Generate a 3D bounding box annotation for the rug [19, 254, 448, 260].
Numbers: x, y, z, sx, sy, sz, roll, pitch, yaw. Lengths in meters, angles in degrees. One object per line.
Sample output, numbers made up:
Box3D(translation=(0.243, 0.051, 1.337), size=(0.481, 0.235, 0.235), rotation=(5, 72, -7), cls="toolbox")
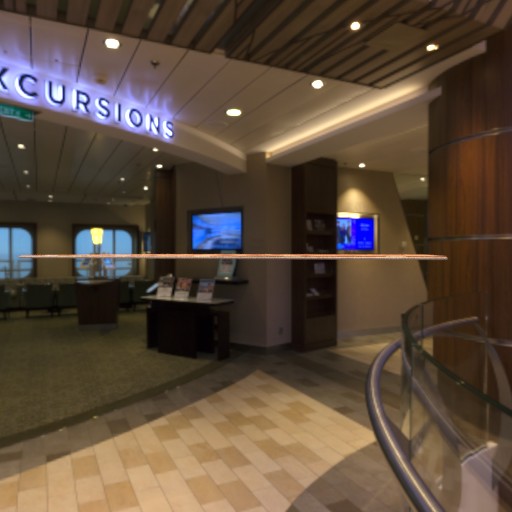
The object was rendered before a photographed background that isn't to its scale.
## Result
Box3D(translation=(0.000, 0.000, 4.115), size=(3.049, 0.021, 2.466), rotation=(0, 0, 18), cls="rug")
